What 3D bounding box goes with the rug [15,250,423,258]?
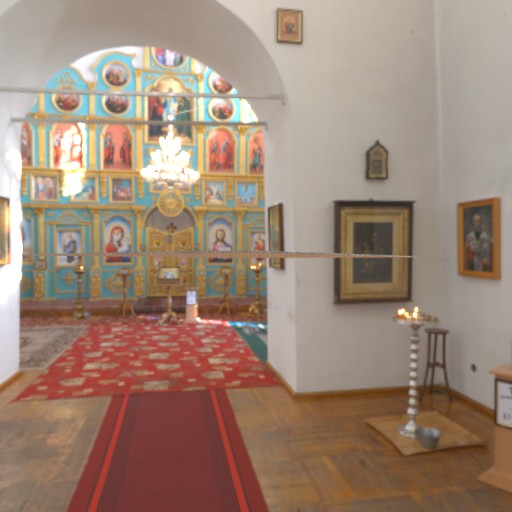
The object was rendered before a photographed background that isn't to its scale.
[{"bbox_3d":[0.000,0.000,2.856,1.521,0.006,2.283,0,-1,34],"label":"rug"}]
